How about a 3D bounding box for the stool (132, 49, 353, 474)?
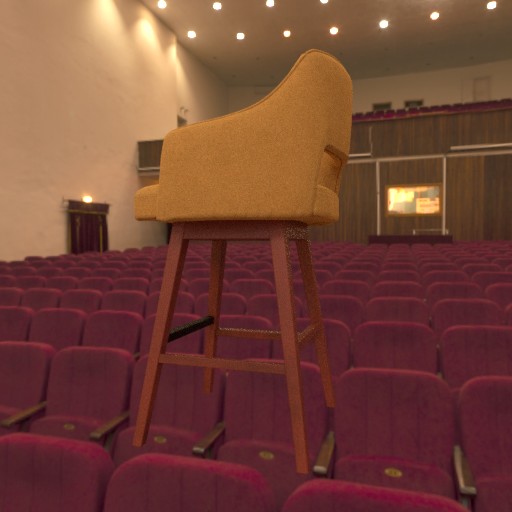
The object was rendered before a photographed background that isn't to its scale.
[{"bbox_3d":[0.000,0.000,1.313,0.558,1.012,0.548,1,2,18],"label":"stool"}]
